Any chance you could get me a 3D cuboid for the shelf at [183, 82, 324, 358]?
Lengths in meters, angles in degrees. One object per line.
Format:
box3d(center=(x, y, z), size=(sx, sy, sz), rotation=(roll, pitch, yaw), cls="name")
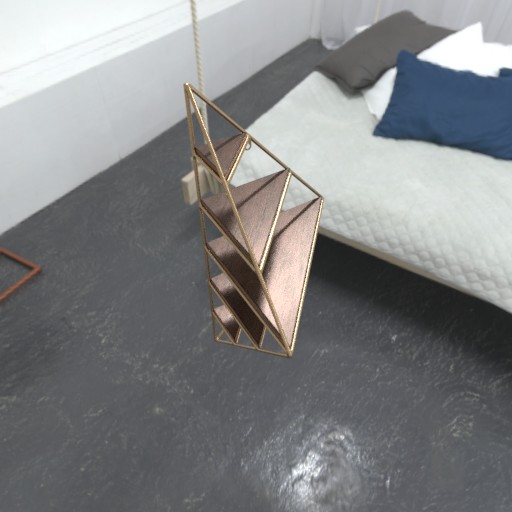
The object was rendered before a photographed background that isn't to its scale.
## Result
box3d(center=(0.000, 0.000, 1.178), size=(0.294, 0.913, 0.564), rotation=(10, 47, 9), cls="shelf")
